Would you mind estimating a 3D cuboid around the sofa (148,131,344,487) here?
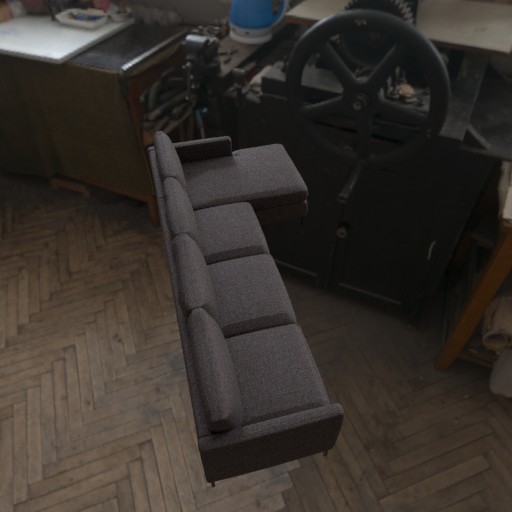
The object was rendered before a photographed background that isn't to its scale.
[{"bbox_3d":[0.000,0.000,3.776,1.483,0.892,3.221,-11,47,-10],"label":"sofa"}]
